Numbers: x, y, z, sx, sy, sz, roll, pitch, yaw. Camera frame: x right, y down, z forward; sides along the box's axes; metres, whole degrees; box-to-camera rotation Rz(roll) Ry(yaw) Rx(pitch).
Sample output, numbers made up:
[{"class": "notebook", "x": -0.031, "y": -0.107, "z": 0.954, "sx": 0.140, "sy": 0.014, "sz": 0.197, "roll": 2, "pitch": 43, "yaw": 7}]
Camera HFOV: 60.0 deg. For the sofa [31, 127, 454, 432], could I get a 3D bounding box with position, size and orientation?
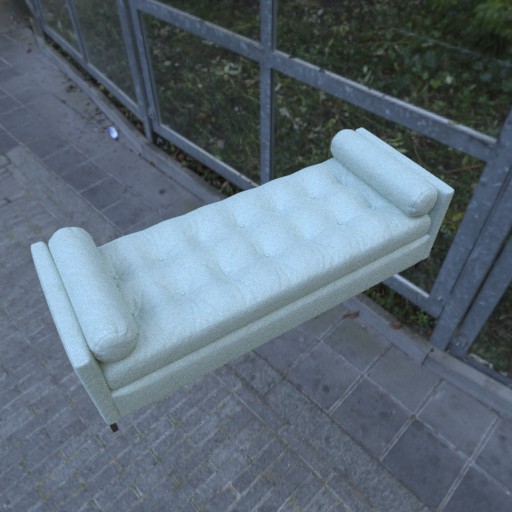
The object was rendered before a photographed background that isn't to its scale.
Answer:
[{"class": "sofa", "x": 0.000, "y": 0.000, "z": 2.478, "sx": 2.102, "sy": 0.705, "sz": 0.796, "roll": -24, "pitch": 51, "yaw": -21}]
